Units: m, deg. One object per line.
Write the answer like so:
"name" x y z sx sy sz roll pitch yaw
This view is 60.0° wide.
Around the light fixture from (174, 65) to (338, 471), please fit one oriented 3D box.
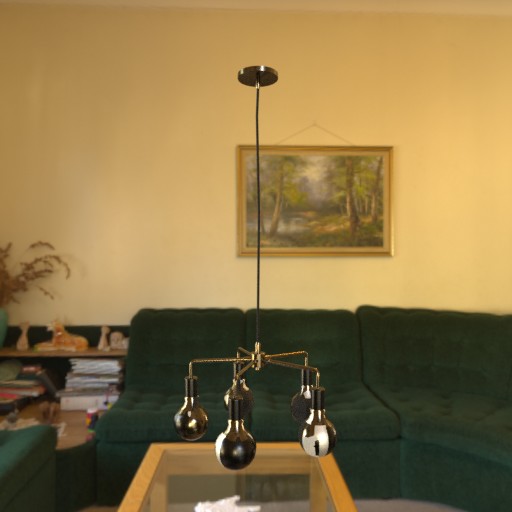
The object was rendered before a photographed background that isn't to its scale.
"light fixture" 0.000 0.000 1.219 0.438 0.988 0.421 0 0 -19
